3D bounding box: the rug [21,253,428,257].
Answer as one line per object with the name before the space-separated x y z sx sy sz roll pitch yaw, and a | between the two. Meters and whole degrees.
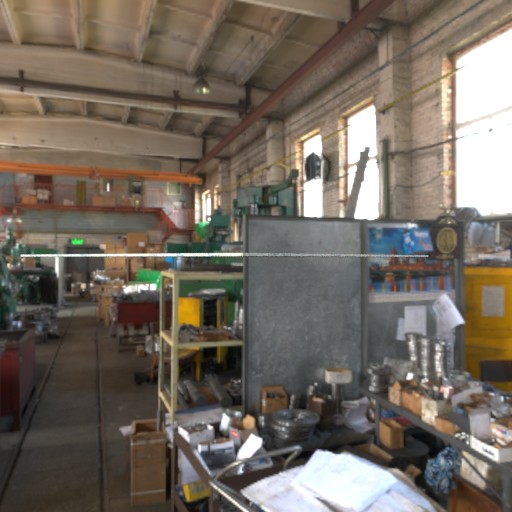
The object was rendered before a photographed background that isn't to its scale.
rug | 0.000 0.000 2.322 1.260 0.009 1.820 0 0 36
